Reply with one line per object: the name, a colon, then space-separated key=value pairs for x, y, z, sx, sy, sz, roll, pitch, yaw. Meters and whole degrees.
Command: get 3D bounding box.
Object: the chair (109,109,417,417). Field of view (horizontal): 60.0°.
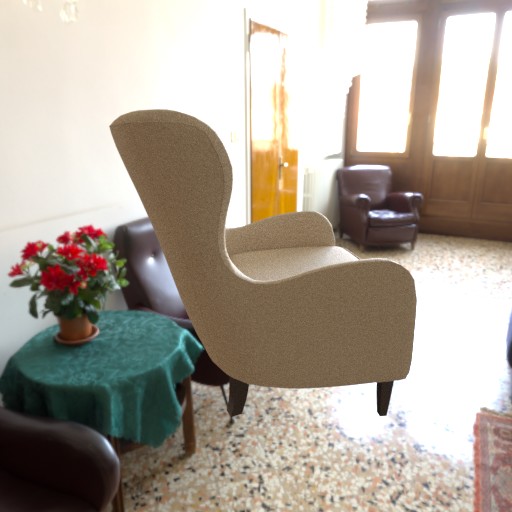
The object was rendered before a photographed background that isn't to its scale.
chair: x=0.000 y=0.000 z=1.727 sx=0.984 sy=1.064 sz=0.861 roll=-3 pitch=17 yaw=-9
